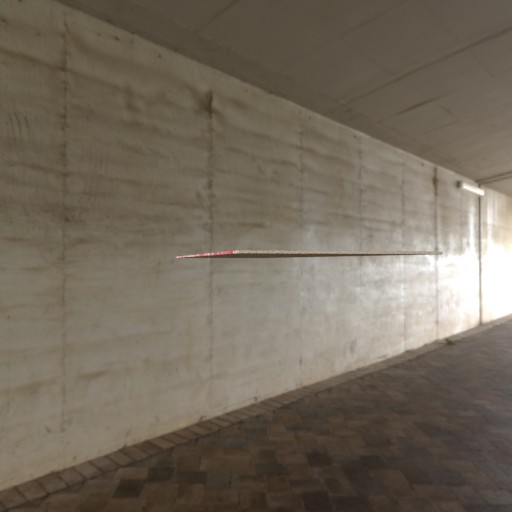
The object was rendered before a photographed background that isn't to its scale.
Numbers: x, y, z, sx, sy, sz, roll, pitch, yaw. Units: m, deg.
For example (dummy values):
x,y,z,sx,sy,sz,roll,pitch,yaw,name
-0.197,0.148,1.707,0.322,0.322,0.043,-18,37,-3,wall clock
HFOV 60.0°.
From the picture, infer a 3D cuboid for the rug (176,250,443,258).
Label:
x,y,z,sx,sy,sz,roll,pitch,yaw,name
0.000,0.000,2.684,0.787,0.011,2.458,0,-1,-15,rug
